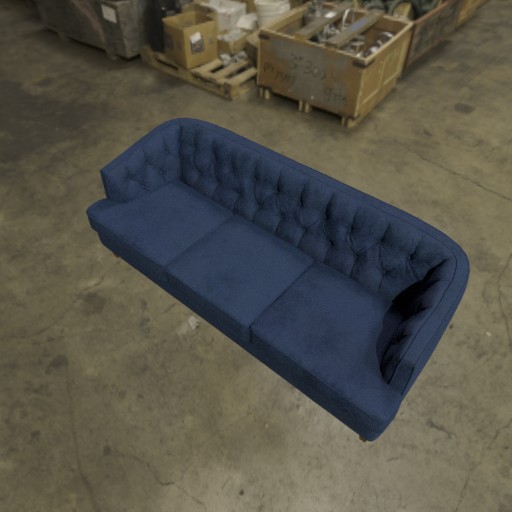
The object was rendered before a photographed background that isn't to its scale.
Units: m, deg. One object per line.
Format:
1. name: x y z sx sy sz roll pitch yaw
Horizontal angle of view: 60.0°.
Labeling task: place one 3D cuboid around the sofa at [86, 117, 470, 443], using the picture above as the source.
1. sofa: 0.000 0.000 2.727 2.278 0.855 0.941 31 54 26
